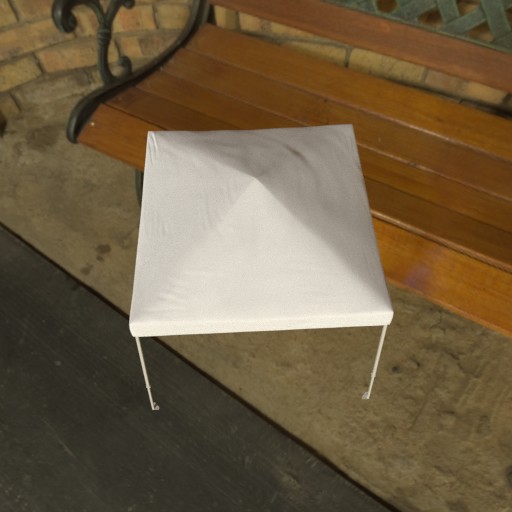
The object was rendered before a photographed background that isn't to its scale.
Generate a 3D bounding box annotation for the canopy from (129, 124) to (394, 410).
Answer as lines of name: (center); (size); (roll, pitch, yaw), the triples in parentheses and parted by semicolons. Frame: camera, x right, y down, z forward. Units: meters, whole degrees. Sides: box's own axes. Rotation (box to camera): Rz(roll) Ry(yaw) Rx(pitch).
canopy: (0.000, 0.000, 6.674); (3.599, 3.600, 3.600); (-2, 60, -1)
